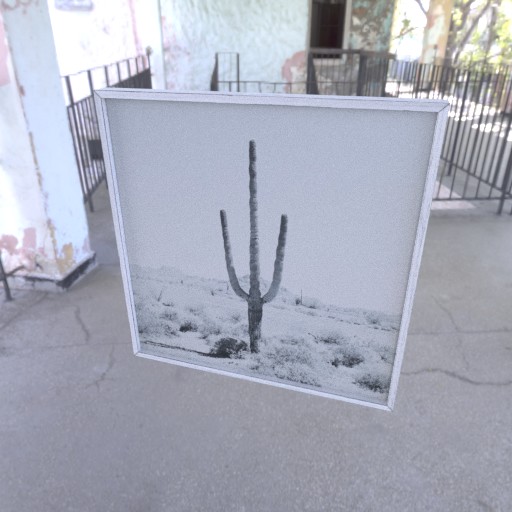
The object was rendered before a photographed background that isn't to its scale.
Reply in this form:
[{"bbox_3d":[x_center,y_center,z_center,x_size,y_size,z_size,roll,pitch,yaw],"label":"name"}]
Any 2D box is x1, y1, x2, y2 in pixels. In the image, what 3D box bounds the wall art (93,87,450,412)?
[{"bbox_3d":[0.000,0.000,0.737,0.508,0.508,0.038,8,27,15],"label":"wall art"}]
